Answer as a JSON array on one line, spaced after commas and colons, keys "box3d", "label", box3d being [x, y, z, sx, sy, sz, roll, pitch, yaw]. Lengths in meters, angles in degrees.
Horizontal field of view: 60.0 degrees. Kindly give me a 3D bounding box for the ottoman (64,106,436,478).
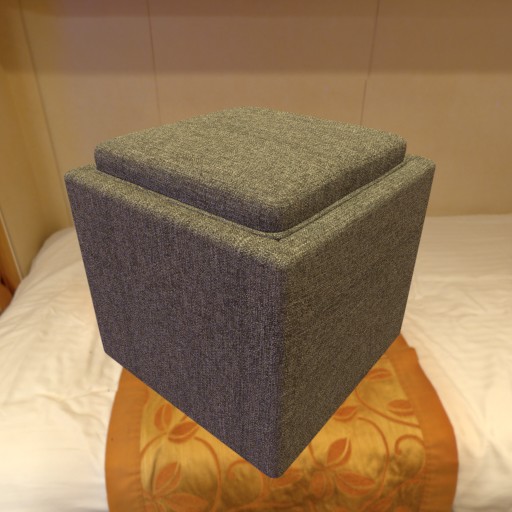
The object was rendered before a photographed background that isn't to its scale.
[{"box3d": [0.000, 0.000, 0.822, 0.450, 0.460, 0.450, 23, 37, 33], "label": "ottoman"}]
